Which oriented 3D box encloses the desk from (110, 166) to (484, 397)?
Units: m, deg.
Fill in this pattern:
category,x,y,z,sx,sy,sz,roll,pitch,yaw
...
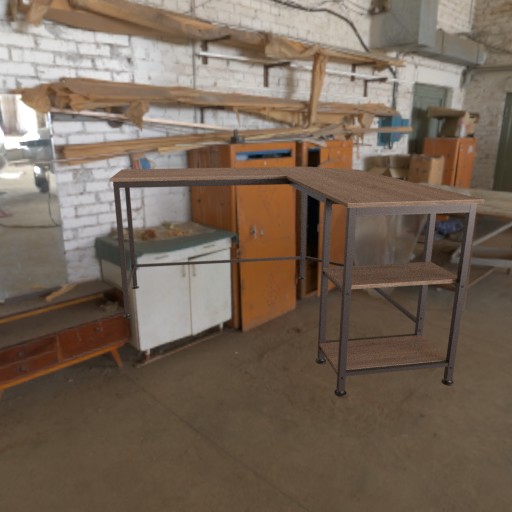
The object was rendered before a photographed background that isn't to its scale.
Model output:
category,x,y,z,sx,sy,sz,roll,pitch,yaw
desk,0.000,0.000,2.188,1.379,0.739,1.379,-3,17,-9
